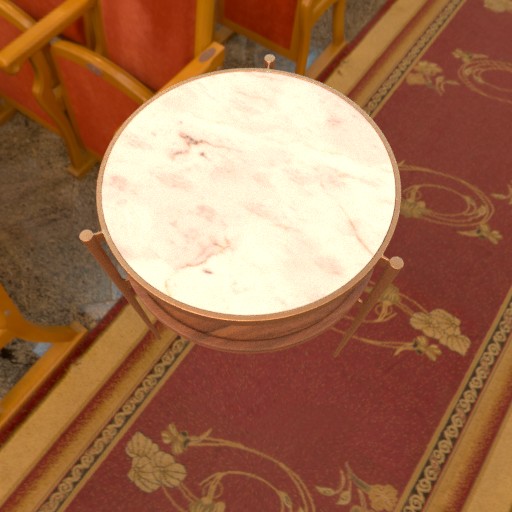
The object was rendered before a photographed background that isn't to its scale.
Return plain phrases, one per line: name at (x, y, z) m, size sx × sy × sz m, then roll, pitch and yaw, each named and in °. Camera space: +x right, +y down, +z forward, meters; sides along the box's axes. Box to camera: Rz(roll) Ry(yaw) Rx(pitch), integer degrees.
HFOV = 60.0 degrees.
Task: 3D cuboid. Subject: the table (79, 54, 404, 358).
table at (0.000, 0.000, 0.834) m, size 0.456 × 0.493 × 0.430 m, roll 34°, pitch 68°, yaw 15°
